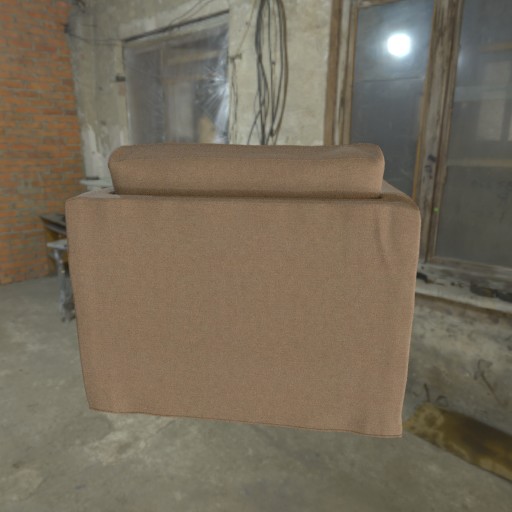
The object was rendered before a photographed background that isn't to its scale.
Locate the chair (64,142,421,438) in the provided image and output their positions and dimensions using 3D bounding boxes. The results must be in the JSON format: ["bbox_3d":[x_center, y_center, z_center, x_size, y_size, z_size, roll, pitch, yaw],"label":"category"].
[{"bbox_3d":[0.000,0.000,1.737,1.057,0.863,0.949,2,15,8],"label":"chair"}]
